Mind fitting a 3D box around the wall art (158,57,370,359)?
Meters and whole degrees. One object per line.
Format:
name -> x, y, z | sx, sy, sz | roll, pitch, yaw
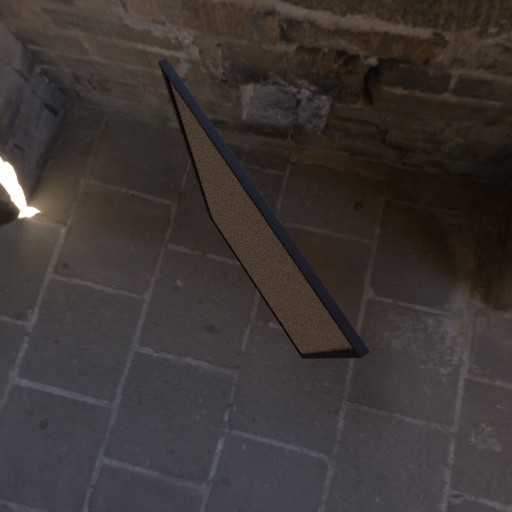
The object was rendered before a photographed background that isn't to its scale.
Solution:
wall art -> 0.000, 0.000, 0.870 | 0.013, 0.660, 0.460 | -32, 79, -7
